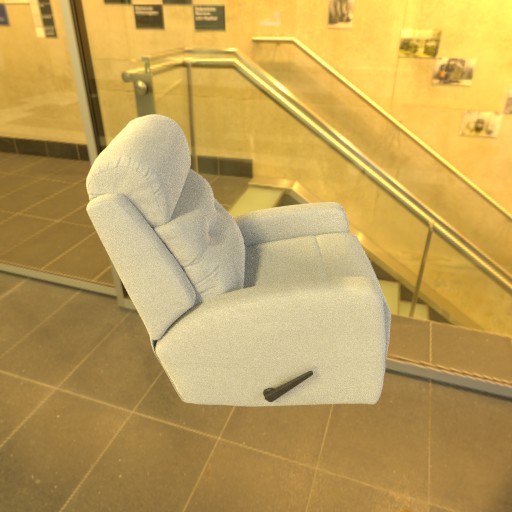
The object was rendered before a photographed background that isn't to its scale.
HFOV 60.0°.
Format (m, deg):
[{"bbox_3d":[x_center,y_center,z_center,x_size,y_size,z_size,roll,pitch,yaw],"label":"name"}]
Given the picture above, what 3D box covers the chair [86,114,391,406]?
[{"bbox_3d":[0.000,0.000,1.763,1.043,1.013,0.798,0,30,0],"label":"chair"}]
